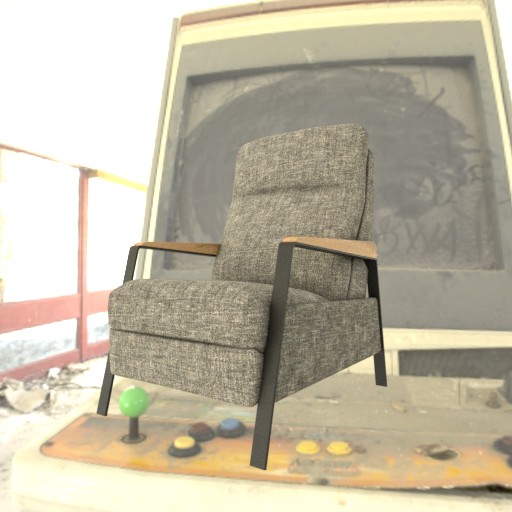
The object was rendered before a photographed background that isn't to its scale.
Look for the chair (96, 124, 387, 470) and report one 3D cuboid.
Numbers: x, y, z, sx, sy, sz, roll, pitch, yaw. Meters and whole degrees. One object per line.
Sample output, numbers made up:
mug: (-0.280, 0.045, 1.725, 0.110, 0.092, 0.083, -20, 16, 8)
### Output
chair: (0.000, 0.000, 1.618, 0.671, 1.042, 0.868, 0, 0, 36)
